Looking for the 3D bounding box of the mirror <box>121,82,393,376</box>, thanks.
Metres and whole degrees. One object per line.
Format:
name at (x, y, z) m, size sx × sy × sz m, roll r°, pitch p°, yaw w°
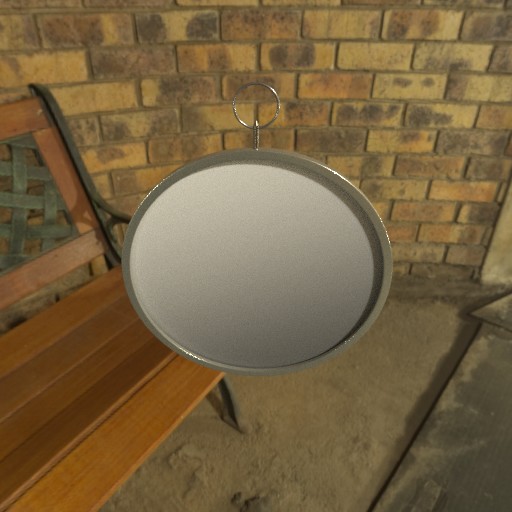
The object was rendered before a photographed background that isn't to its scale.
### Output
mirror at (0.000, 0.000, 0.960) m, size 0.594 × 0.713 × 0.020 m, roll 1°, pitch 31°, yaw 2°
